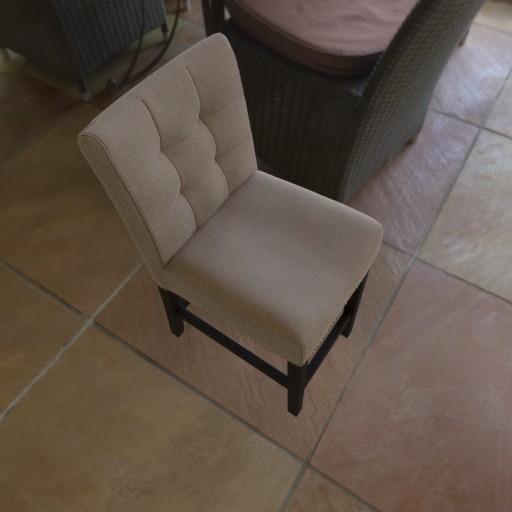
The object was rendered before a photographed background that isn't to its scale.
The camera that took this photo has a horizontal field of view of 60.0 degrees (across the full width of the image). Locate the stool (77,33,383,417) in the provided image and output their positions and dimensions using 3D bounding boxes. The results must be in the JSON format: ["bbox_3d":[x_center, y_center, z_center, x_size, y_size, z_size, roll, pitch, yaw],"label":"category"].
[{"bbox_3d":[0.000,0.000,1.184,0.571,0.885,0.427,31,62,19],"label":"stool"}]
